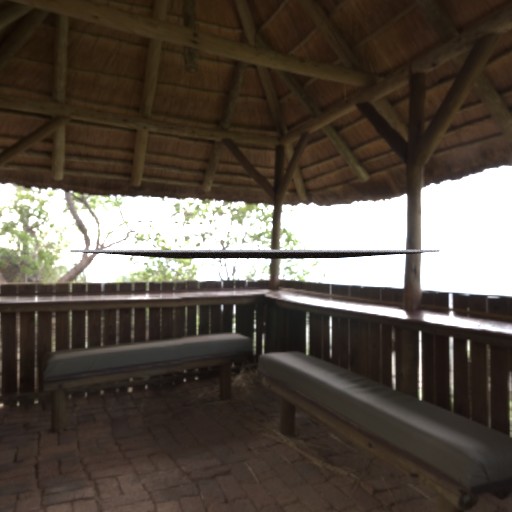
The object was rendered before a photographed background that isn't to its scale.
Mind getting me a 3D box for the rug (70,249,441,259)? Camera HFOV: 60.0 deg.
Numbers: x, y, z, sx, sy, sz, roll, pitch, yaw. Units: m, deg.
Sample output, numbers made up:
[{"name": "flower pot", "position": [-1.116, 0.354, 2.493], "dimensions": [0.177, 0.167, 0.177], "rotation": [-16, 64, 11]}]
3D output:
[{"name": "rug", "position": [0.000, 0.000, 3.026], "dimensions": [1.517, 0.011, 2.435], "rotation": [0, -1, 0]}]
